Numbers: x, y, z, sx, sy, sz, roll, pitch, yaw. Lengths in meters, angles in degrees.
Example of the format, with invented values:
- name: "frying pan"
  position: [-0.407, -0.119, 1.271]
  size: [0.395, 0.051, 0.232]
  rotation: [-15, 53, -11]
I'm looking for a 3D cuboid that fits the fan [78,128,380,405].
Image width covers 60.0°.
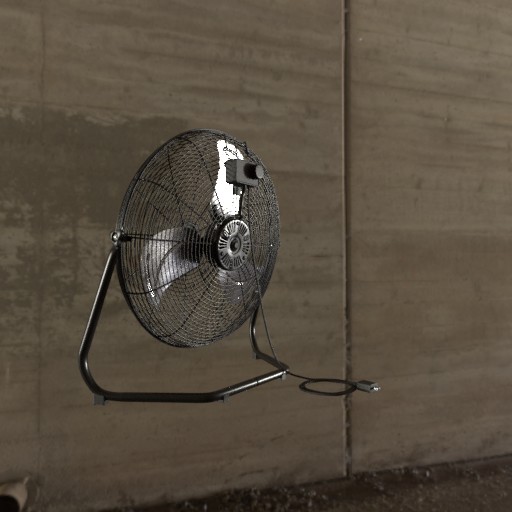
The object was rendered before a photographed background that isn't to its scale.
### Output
- name: "fan"
  position: [0.000, 0.000, 1.005]
  size: [0.470, 0.605, 0.595]
  rotation: [-1, -1, 36]
